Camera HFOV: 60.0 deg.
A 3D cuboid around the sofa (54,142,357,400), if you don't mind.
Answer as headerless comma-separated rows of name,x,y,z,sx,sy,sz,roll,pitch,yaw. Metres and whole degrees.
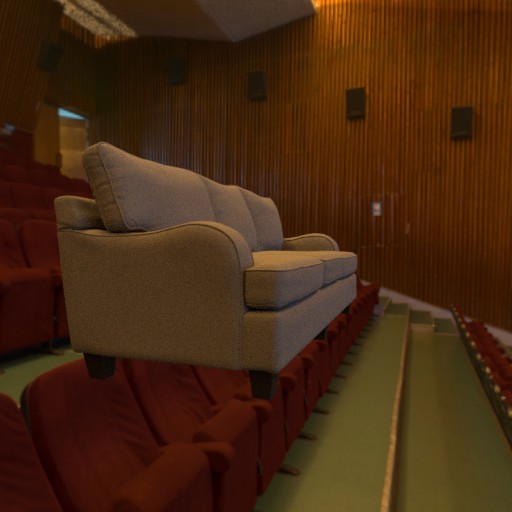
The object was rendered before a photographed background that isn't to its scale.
sofa,0.000,0.000,2.783,1.016,0.991,2.323,1,2,19
